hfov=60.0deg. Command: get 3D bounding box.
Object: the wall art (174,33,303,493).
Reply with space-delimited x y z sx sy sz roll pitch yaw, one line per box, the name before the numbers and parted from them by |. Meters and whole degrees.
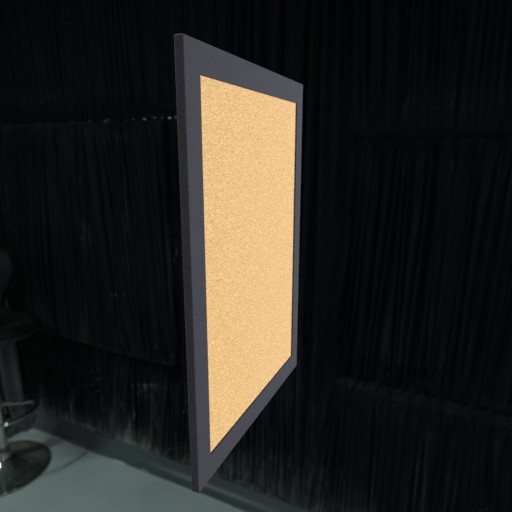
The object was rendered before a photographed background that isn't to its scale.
wall art | 0.000 0.000 0.661 0.012 0.529 0.374 6 14 23
